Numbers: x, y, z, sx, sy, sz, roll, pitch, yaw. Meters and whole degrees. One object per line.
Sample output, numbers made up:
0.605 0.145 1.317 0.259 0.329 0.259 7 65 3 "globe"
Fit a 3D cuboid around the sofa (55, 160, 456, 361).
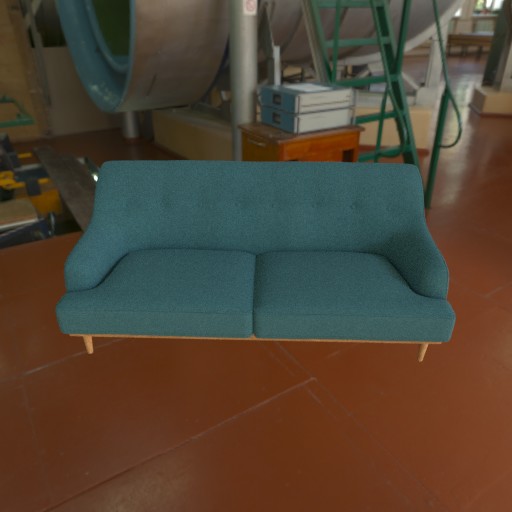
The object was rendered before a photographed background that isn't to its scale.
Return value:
0.000 0.000 2.608 2.057 0.871 0.978 1 29 2 "sofa"
